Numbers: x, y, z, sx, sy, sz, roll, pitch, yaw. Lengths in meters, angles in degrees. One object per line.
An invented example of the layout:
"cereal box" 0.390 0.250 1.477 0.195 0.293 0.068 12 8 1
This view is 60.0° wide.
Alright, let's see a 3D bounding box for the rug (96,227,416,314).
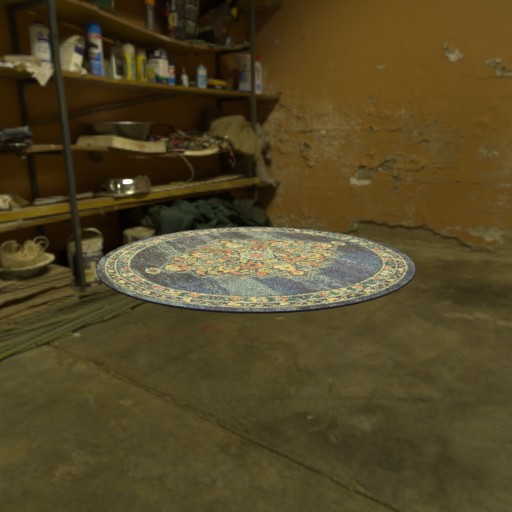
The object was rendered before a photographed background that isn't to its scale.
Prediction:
"rug" 0.000 0.000 2.336 1.591 0.010 1.591 0 15 0
